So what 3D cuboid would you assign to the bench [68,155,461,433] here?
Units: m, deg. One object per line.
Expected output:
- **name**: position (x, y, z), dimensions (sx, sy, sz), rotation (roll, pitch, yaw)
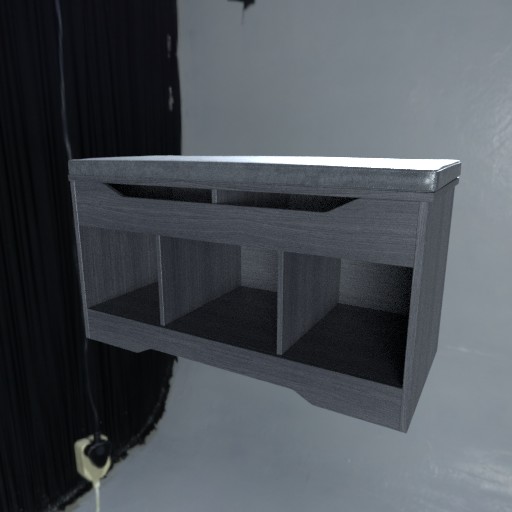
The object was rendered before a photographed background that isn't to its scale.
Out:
- **bench**: position (0.000, 0.000, 1.162), dimensions (0.905, 0.501, 0.401), rotation (8, 16, 28)
